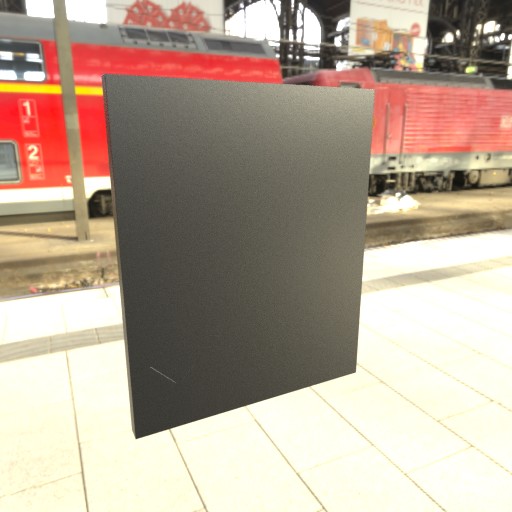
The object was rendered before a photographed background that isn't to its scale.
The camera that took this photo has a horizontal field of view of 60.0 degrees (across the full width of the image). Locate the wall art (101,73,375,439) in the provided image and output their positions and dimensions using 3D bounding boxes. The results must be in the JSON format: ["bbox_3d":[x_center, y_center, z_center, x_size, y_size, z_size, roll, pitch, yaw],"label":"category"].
[{"bbox_3d":[0.000,0.000,0.763,0.457,0.557,0.028,-8,17,-26],"label":"wall art"}]
